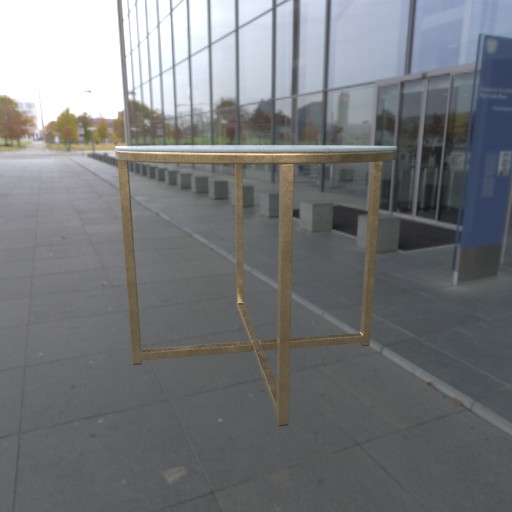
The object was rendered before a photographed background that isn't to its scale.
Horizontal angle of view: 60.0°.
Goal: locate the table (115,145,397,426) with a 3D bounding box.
[{"bbox_3d":[0.000,0.000,0.874,0.500,0.420,0.500,0,14,0],"label":"table"}]
